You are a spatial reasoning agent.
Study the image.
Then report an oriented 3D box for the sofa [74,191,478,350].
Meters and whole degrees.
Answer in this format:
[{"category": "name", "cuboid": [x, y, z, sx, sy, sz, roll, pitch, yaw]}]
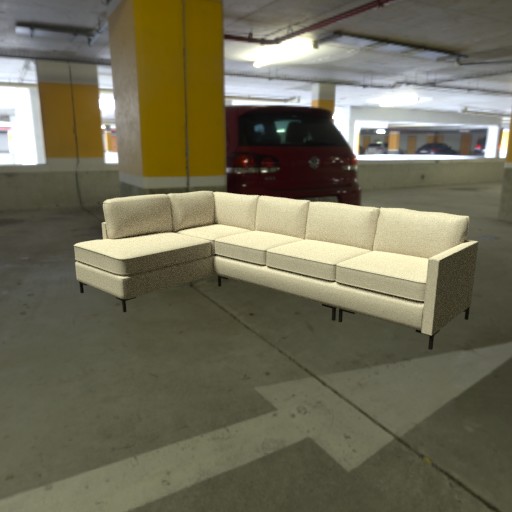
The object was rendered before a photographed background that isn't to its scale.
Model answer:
[{"category": "sofa", "cuboid": [0.000, 0.000, 4.290, 3.384, 0.996, 2.048, 12, 18, 41]}]
